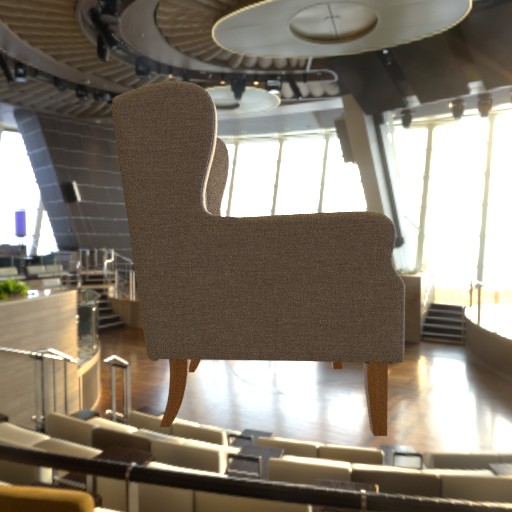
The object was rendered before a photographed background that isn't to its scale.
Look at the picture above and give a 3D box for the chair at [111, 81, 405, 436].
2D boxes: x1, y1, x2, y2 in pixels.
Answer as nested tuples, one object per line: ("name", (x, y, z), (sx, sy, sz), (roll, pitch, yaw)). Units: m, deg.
("chair", (0.000, 0.000, 1.472), (0.760, 0.930, 0.710), (0, 2, 0))
